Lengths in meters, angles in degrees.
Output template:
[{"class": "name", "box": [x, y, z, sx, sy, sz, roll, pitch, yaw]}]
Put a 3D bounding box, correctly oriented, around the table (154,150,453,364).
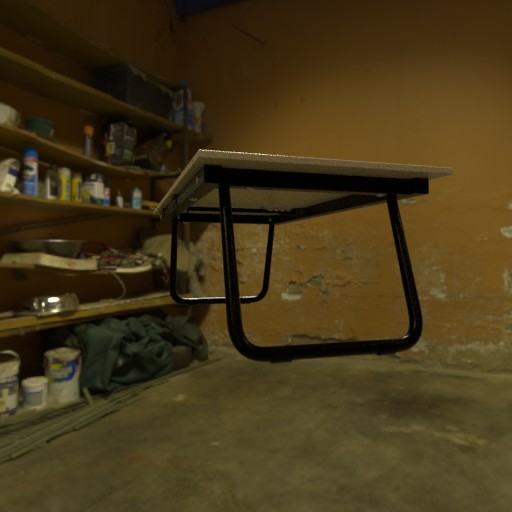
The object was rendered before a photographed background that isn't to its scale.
[{"class": "table", "box": [0.000, 0.000, 0.815, 0.322, 0.242, 0.644, 0, 0, -17]}]
